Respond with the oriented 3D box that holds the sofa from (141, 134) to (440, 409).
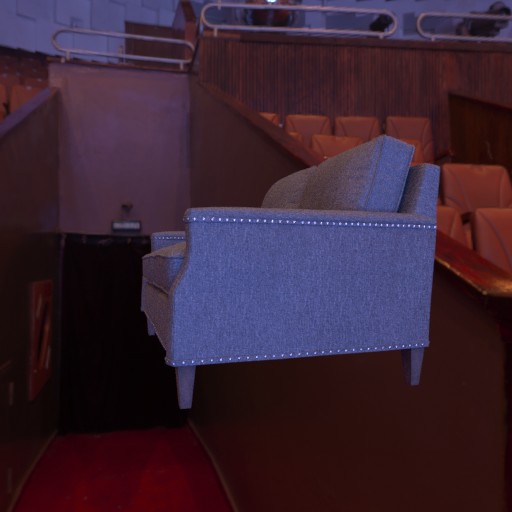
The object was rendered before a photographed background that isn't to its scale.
[{"bbox_3d":[0.000,0.000,2.301,1.084,1.003,1.597,0,0,-18],"label":"sofa"}]
